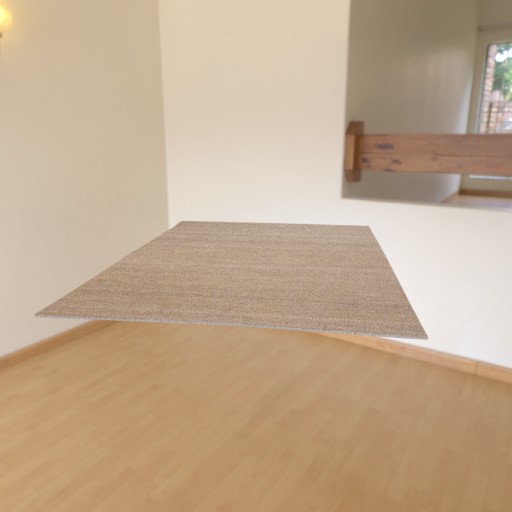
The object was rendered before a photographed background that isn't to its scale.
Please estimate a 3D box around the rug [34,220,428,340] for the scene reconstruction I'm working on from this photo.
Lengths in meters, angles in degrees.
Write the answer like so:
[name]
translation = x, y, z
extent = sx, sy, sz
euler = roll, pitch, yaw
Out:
[rug]
translation = 0.000, 0.000, 4.258
extent = 2.467, 0.046, 3.245
euler = 2, 16, 8
